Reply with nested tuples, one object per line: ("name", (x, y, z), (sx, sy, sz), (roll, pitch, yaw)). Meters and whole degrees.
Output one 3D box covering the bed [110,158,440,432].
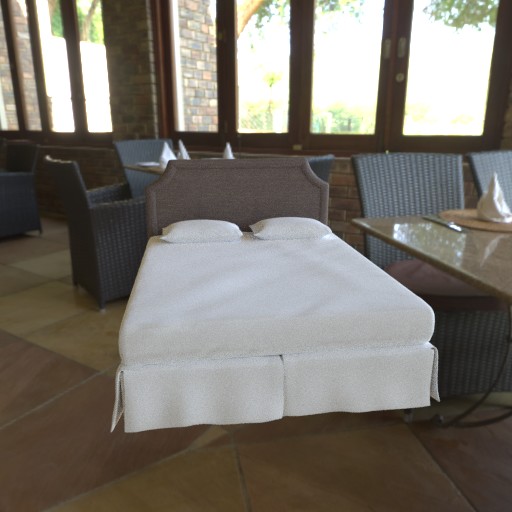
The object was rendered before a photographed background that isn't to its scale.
("bed", (0.000, 0.000, 4.148), (2.350, 1.590, 2.773), (-2, 17, -8))
